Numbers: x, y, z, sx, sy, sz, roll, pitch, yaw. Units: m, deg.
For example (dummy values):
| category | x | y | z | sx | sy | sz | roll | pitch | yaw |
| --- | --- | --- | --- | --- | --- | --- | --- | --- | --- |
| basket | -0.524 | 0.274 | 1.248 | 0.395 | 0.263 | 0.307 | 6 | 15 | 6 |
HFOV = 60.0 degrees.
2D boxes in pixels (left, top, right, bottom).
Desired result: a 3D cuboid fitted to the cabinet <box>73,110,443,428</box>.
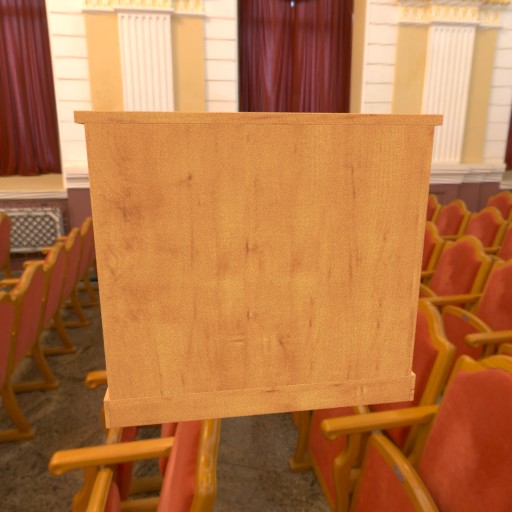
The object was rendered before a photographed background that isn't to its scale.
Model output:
| category | x | y | z | sx | sy | sz | roll | pitch | yaw |
| --- | --- | --- | --- | --- | --- | --- | --- | --- | --- |
| cabinet | 0.000 | 0.000 | 1.407 | 0.920 | 0.840 | 0.450 | -2 | 14 | -8 |
